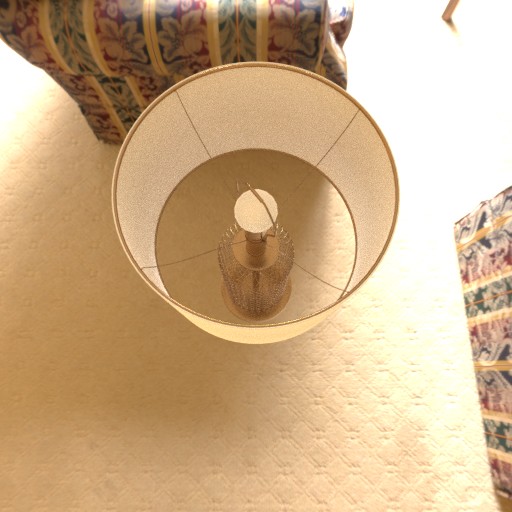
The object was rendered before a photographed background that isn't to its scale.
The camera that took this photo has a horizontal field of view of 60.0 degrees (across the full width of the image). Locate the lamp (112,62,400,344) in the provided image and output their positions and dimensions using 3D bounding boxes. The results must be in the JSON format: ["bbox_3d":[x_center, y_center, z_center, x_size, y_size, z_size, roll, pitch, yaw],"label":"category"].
[{"bbox_3d":[0.000,0.000,0.620,0.252,0.483,0.252,-37,78,-9],"label":"lamp"}]
